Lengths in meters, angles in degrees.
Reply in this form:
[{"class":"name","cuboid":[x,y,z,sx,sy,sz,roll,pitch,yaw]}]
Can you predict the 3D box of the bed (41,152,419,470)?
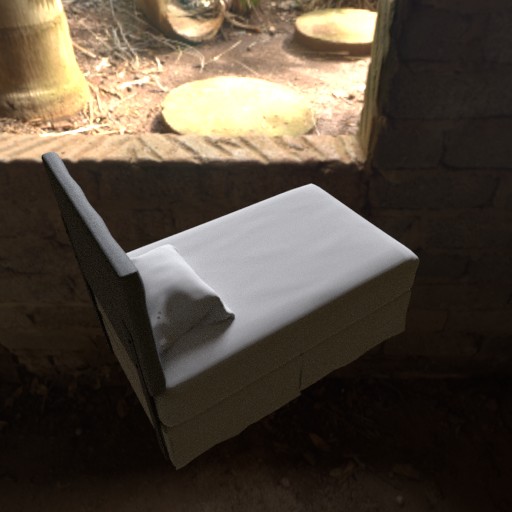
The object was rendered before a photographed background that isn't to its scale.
[{"class":"bed","cuboid":[0.000,0.000,2.892,1.997,1.571,1.261,-24,47,-25]}]
